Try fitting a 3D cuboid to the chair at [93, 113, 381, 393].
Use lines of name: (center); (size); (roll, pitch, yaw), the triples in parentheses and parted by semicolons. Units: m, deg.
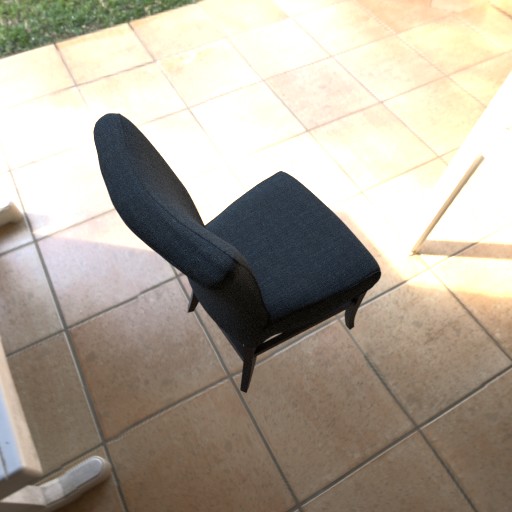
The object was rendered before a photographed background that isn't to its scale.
chair: (0.000, 0.000, 1.363); (0.660, 0.991, 0.520); (-31, 63, -18)
